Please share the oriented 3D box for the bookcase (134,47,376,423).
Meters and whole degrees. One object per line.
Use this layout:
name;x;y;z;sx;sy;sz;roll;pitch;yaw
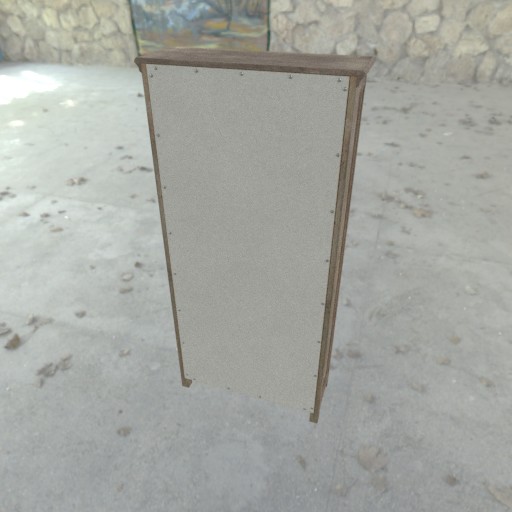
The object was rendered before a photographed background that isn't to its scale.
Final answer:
bookcase;0.000;0.000;2.267;0.906;1.880;0.348;10;34;16
